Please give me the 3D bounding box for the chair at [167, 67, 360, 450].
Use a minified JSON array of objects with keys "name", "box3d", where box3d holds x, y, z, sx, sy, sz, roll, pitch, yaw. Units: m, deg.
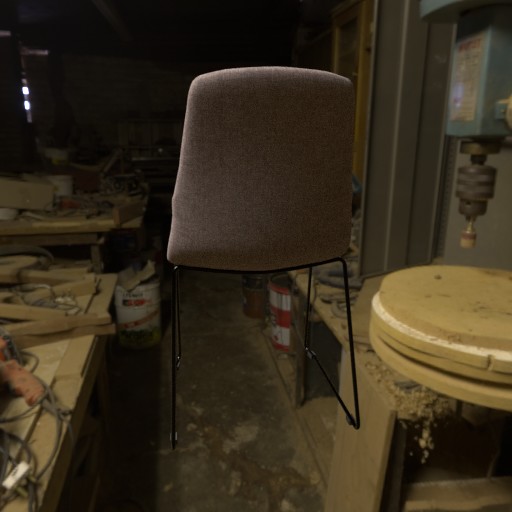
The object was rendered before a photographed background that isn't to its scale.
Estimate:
[{"name":"chair","box3d":[0.000,0.000,1.158,0.479,0.858,0.518,-3,16,-9]}]
